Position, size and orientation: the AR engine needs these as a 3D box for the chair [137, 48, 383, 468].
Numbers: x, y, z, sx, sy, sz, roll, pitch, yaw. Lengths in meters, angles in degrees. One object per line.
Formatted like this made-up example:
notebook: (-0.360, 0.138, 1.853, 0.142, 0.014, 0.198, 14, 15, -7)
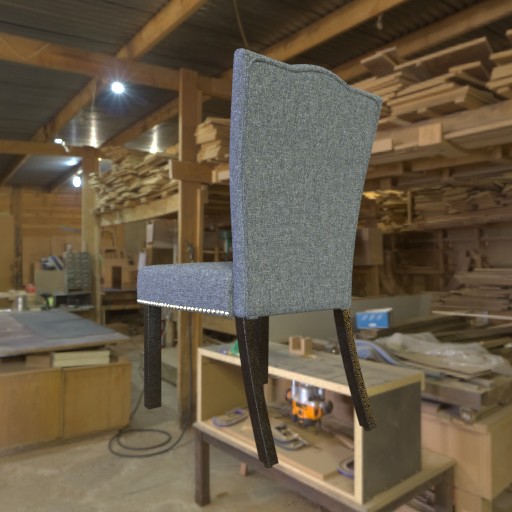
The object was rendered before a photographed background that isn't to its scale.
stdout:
chair: (0.000, 0.000, 1.319, 0.518, 0.946, 0.589, 0, 0, -37)
